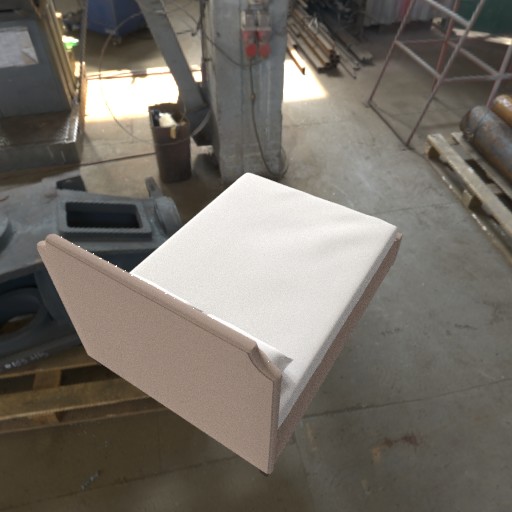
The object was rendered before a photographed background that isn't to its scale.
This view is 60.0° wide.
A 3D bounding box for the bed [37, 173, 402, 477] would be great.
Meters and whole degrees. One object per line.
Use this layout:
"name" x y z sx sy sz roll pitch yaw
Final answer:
"bed" 0.000 0.000 3.467 1.713 1.443 2.372 24 49 23
